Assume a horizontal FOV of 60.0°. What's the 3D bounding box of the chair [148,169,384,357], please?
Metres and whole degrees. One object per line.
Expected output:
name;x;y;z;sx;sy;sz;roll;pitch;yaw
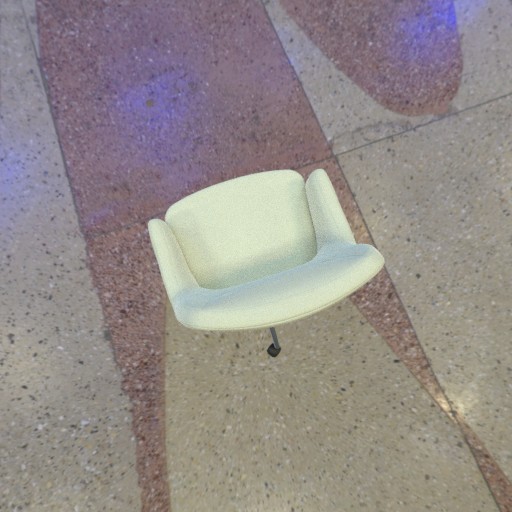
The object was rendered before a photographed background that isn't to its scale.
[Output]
chair;0.000;0.000;1.444;0.620;1.049;0.640;-18;77;-4
